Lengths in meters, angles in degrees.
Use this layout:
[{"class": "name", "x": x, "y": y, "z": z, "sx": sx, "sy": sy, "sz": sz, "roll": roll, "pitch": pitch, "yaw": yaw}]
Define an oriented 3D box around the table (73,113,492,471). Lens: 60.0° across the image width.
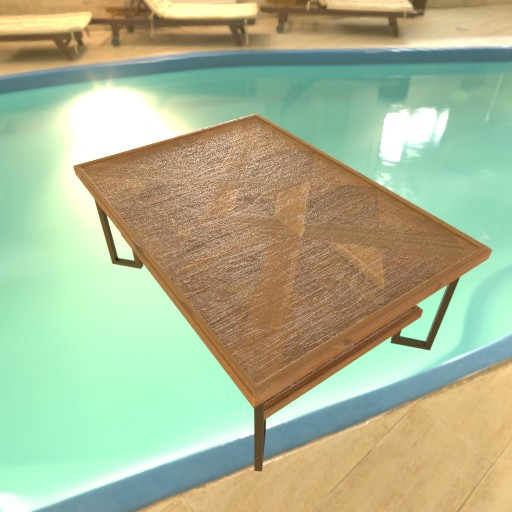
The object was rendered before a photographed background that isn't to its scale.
[{"class": "table", "x": 0.000, "y": 0.000, "z": 1.687, "sx": 0.877, "sy": 0.492, "sz": 1.238, "roll": -24, "pitch": 46, "yaw": -26}]
